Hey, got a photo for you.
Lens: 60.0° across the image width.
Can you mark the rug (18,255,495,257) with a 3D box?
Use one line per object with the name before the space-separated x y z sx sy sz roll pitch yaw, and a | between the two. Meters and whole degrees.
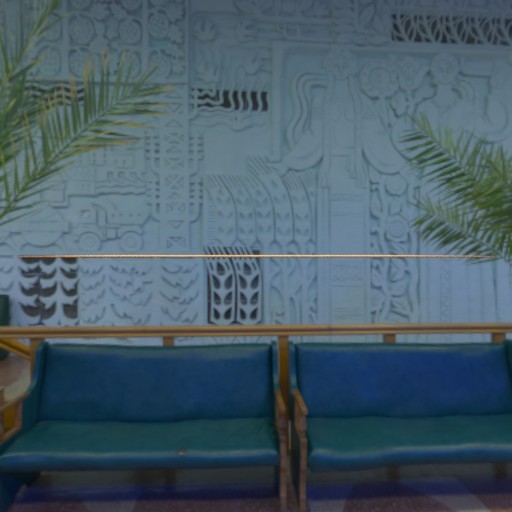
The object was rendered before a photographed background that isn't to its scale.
rug | 0.000 0.000 2.884 2.285 0.006 1.524 0 0 -2
